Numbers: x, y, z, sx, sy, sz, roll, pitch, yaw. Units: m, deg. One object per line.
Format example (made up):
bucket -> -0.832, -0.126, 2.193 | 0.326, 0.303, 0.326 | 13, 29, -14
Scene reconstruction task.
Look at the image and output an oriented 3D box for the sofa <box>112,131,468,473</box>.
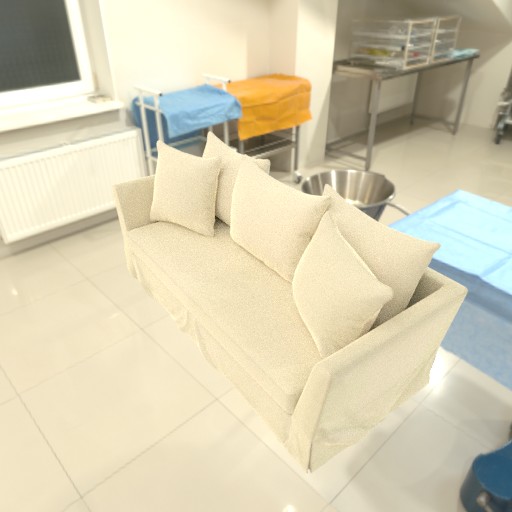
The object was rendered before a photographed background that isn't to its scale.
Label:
sofa -> 0.000, 0.000, 2.860 | 1.031, 1.034, 2.290 | -22, 39, -30
